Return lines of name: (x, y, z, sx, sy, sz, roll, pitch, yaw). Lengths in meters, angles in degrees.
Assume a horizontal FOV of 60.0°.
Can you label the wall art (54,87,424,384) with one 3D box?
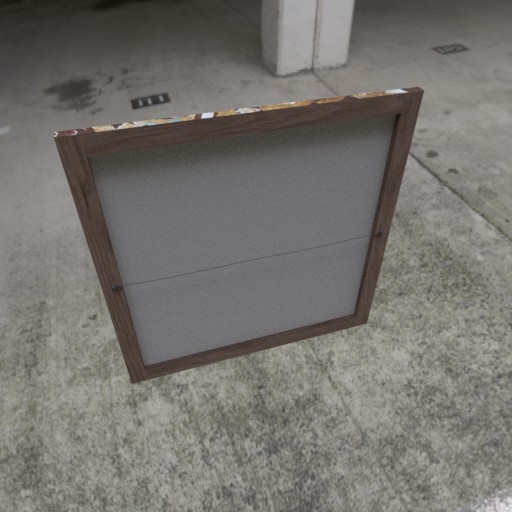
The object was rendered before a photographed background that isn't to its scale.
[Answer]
wall art: (0.000, 0.000, 1.124, 0.757, 0.762, 0.028, -12, 42, -13)
